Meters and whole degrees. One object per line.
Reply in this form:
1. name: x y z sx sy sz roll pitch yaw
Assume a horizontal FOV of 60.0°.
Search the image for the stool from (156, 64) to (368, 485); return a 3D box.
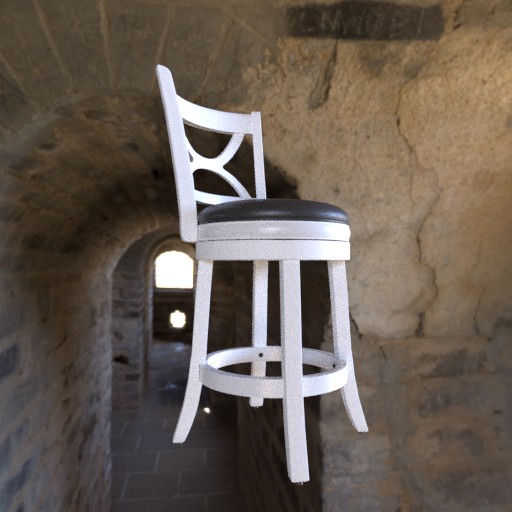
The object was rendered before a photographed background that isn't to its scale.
1. stool: 0.000 0.000 1.197 0.508 0.953 0.444 0 -1 35
